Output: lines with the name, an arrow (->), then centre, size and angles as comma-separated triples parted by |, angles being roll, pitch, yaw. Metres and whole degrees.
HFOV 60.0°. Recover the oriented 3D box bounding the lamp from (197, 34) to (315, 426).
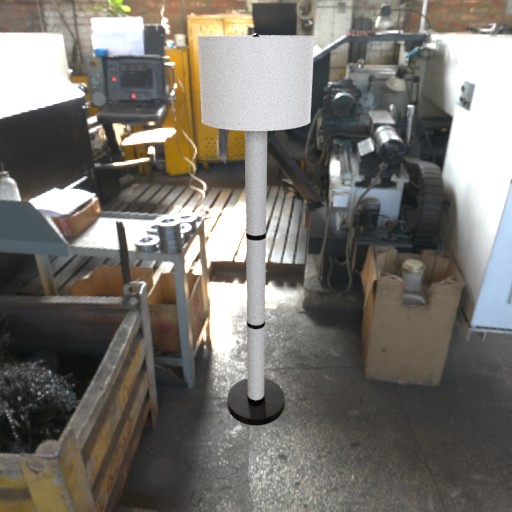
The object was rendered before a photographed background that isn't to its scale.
lamp -> 0.000, 0.000, 1.785 | 0.377, 1.599, 0.377 | -18, 32, -31
